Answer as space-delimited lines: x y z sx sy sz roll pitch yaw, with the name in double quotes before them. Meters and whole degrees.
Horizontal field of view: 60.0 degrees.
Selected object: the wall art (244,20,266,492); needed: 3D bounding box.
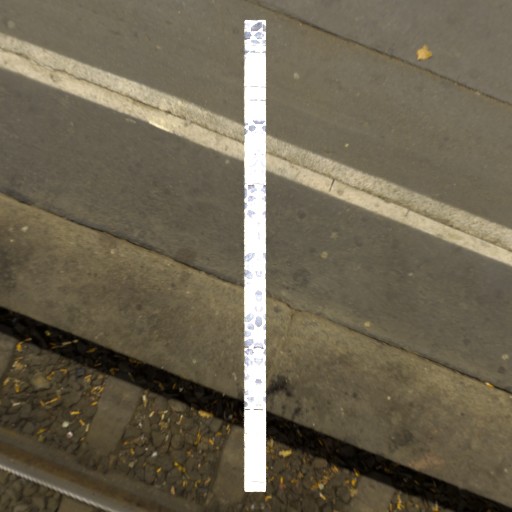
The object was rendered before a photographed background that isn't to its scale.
"wall art" 0.000 0.000 0.772 0.030 0.406 0.608 0 90 1
